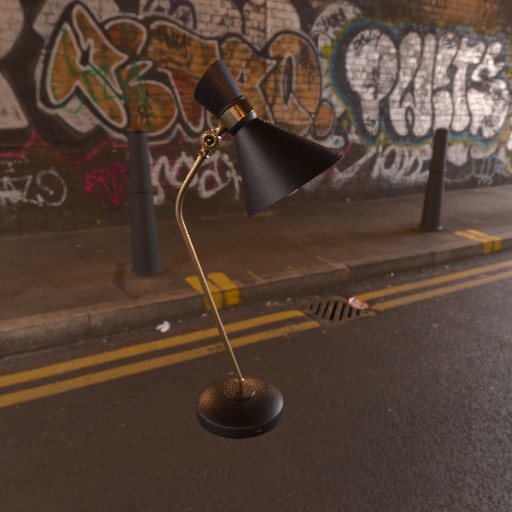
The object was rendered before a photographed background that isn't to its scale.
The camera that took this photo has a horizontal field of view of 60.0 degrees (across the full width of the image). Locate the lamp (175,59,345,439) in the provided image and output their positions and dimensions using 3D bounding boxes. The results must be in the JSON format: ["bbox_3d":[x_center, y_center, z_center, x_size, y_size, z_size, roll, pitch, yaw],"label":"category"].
[{"bbox_3d":[0.000,0.000,0.790,0.292,0.647,0.189,3,17,10],"label":"lamp"}]
